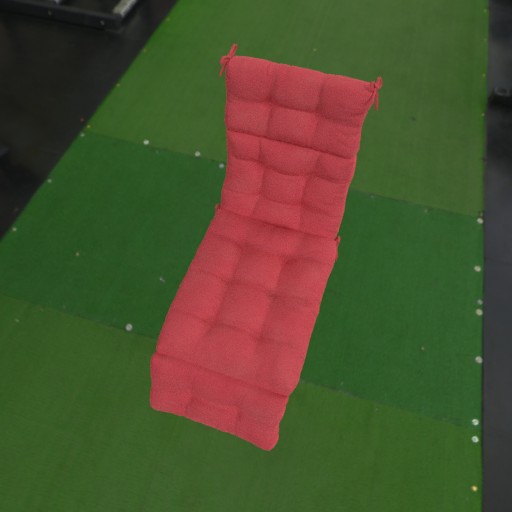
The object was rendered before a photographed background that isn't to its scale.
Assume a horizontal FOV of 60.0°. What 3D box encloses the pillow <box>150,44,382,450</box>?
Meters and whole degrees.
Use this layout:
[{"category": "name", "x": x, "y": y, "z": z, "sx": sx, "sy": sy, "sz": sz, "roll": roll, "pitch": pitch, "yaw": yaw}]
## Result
[{"category": "pillow", "x": 0.000, "y": 0.000, "z": 1.495, "sx": 0.526, "sy": 0.863, "sz": 1.016, "roll": 16, "pitch": 59, "yaw": 10}]
